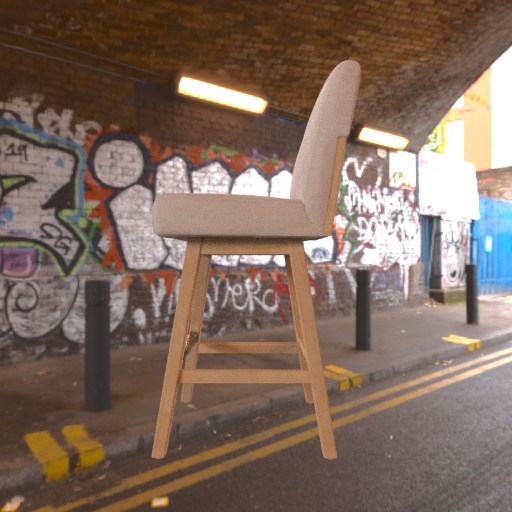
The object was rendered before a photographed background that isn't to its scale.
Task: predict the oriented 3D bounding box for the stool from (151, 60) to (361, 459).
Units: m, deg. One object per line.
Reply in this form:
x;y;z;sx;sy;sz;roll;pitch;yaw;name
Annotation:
0.000;0.000;1.322;0.543;1.015;0.446;0;0;0;stool
